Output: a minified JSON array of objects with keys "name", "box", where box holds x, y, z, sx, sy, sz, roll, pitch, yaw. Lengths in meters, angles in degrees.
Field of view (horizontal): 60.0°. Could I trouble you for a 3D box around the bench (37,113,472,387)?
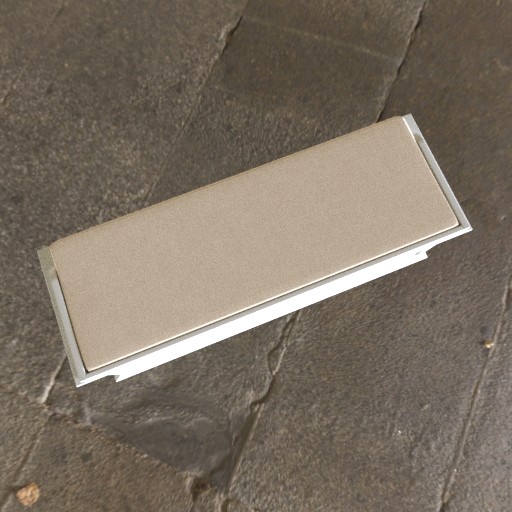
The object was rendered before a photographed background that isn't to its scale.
[{"name":"bench","box":[0.000,0.000,1.460,1.185,0.486,0.402,-21,77,-5]}]
